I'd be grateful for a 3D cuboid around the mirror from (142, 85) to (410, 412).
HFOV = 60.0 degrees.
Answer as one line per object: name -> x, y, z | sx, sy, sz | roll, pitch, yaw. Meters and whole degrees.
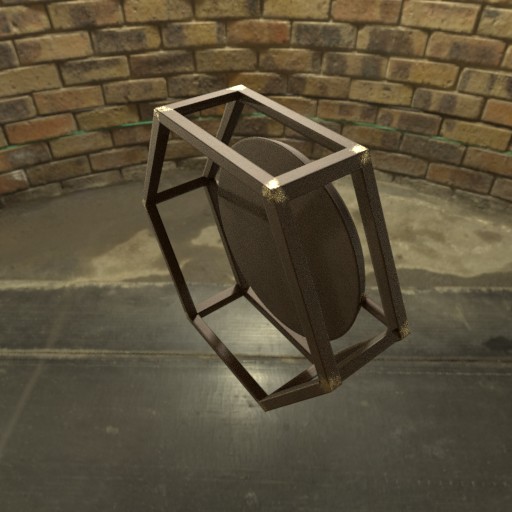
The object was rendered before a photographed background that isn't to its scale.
mirror -> 0.000, 0.000, 0.541 | 0.119, 0.334, 0.380 | -26, 48, -27
